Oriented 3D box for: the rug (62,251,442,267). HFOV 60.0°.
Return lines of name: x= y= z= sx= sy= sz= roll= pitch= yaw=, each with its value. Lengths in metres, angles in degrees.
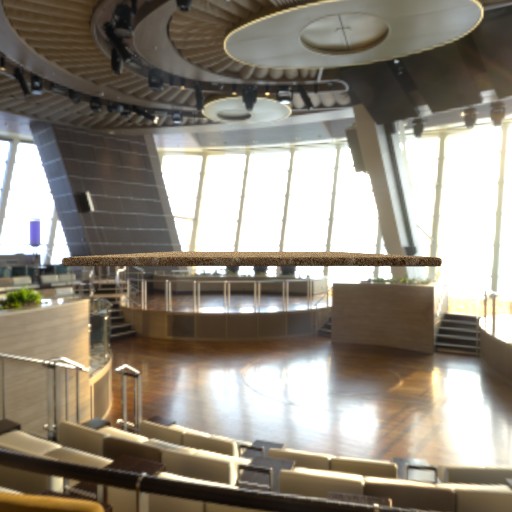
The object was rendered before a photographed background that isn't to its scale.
rug: x=0.000 y=0.000 z=2.294 sx=1.219 sy=0.030 sz=1.778 roll=0 pitch=1 yaw=1
